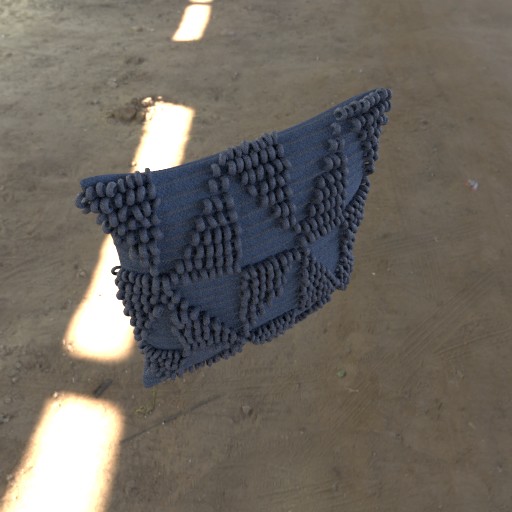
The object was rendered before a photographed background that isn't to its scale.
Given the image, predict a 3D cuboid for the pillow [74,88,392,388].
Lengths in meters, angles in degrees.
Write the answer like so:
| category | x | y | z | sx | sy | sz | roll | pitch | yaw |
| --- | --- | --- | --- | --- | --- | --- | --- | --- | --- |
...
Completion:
| category | x | y | z | sx | sy | sz | roll | pitch | yaw |
| --- | --- | --- | --- | --- | --- | --- | --- | --- | --- |
| pillow | 0.000 | 0.000 | 0.726 | 0.469 | 0.466 | 0.172 | -24 | 51 | -21 |
